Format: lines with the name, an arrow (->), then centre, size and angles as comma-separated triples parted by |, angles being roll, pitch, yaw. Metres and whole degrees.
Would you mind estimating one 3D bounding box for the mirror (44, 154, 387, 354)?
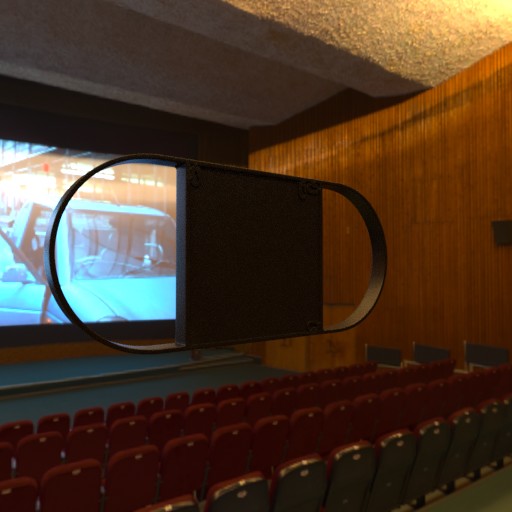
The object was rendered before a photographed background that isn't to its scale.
mirror -> 0.000, 0.000, 0.671 | 0.584, 0.254, 0.032 | 1, -2, -36
